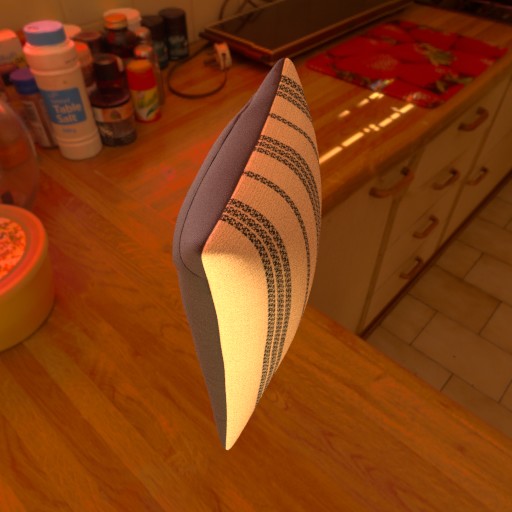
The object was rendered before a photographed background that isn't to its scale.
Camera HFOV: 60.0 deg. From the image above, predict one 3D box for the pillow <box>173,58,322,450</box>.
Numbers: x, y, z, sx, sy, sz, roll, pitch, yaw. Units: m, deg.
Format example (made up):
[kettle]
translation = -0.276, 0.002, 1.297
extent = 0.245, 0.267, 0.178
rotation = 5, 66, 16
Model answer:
[pillow]
translation = 0.000, 0.000, 0.635
extent = 0.173, 0.406, 0.405
rotation = 9, 46, 9
